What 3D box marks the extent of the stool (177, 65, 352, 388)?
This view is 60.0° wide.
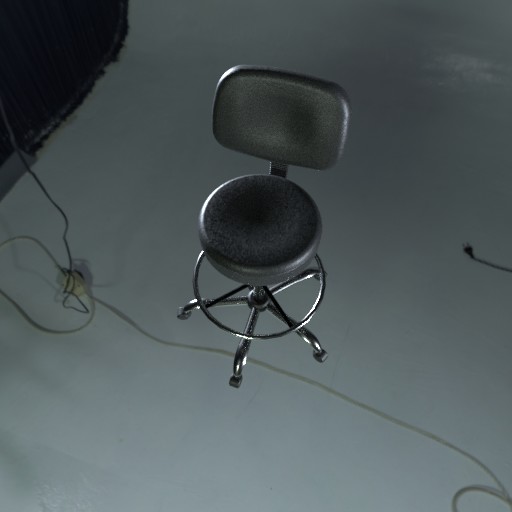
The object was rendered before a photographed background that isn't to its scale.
[{"bbox_3d":[0.000,0.000,1.549,0.694,1.069,0.658,14,59,9],"label":"stool"}]
